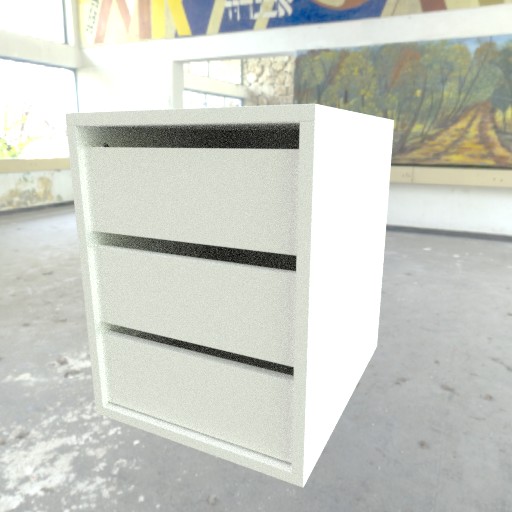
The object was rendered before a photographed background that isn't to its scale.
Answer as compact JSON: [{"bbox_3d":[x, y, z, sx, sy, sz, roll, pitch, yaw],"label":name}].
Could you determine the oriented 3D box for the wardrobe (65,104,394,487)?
[{"bbox_3d":[0.000,0.000,0.869,0.400,0.520,0.500,7,16,26],"label":"wardrobe"}]
